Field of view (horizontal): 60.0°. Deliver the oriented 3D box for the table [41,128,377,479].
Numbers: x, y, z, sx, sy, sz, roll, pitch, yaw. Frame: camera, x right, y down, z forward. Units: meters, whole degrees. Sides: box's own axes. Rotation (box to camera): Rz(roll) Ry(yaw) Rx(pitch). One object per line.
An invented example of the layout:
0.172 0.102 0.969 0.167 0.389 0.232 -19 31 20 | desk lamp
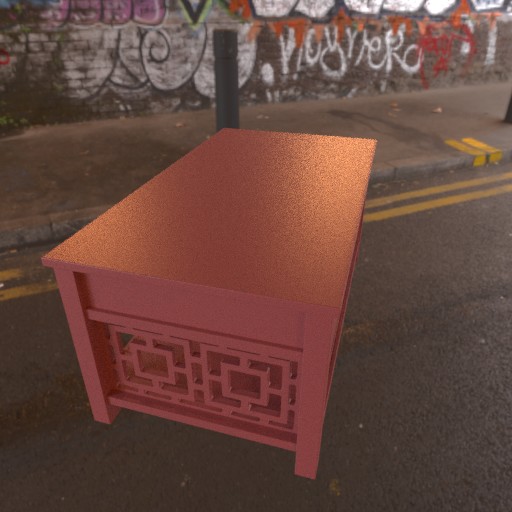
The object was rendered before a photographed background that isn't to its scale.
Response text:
0.000 0.000 1.385 0.612 0.493 1.068 9 31 14 | table
